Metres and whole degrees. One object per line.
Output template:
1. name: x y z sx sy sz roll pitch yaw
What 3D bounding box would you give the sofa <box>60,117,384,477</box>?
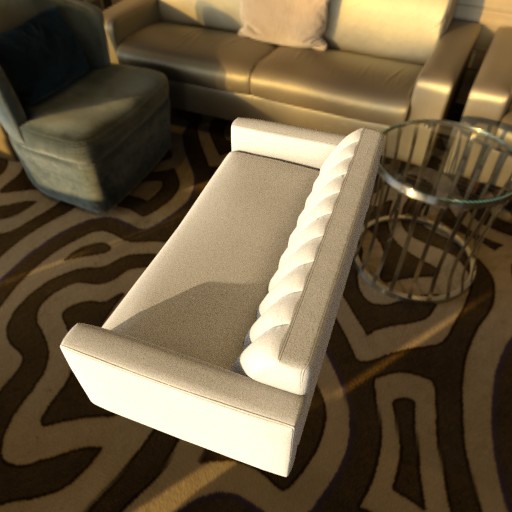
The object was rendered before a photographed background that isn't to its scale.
1. sofa: 0.000 0.000 2.354 0.969 0.814 1.895 15 48 14
